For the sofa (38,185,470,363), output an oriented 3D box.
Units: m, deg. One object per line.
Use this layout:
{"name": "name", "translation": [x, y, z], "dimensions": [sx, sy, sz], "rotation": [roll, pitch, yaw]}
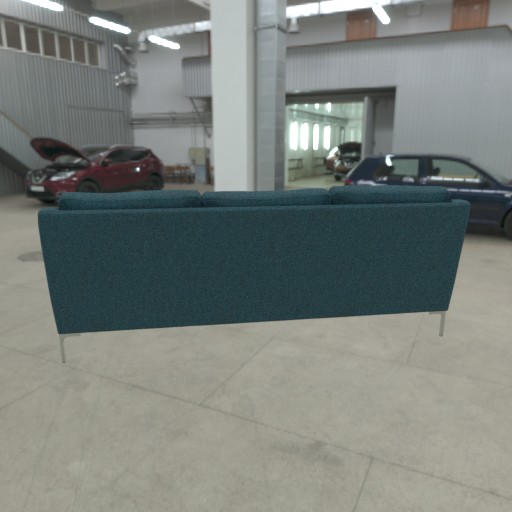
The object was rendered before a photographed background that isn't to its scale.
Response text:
{"name": "sofa", "translation": [0.000, 0.000, 2.527], "dimensions": [2.060, 0.837, 0.849], "rotation": [-2, 14, -9]}
